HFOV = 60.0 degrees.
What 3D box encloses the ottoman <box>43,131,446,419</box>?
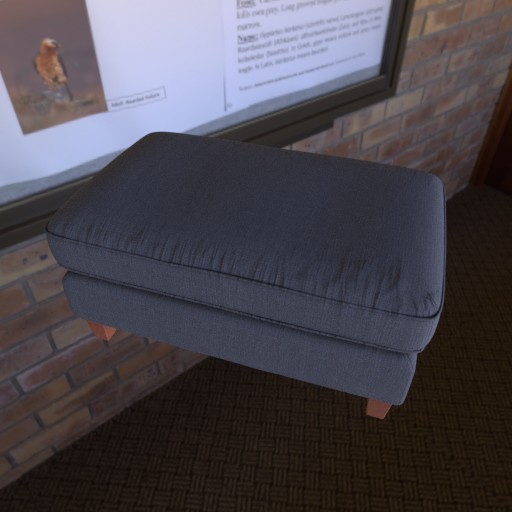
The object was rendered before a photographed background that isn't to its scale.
[{"bbox_3d":[0.000,0.000,1.193,0.885,0.438,0.570,12,42,14],"label":"ottoman"}]
